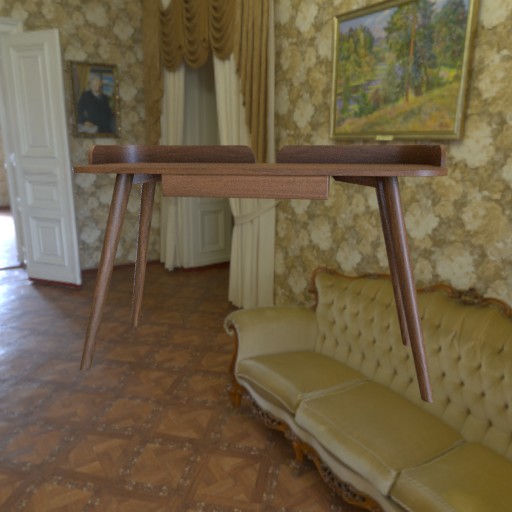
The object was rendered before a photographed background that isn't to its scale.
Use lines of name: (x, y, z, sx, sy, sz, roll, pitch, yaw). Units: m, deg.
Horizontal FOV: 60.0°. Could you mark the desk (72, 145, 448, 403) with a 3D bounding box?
desk: (0.000, 0.000, 1.647, 1.256, 0.800, 0.486, 2, 14, 10)
